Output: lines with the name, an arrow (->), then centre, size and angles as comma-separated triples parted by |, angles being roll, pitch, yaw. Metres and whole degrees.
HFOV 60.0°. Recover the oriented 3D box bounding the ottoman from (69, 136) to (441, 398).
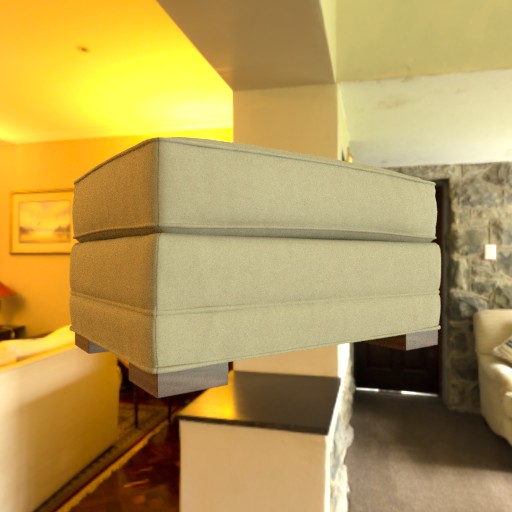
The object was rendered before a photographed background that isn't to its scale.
ottoman -> 0.000, 0.000, 1.199 | 0.848, 0.482, 0.611 | 0, 0, -35
